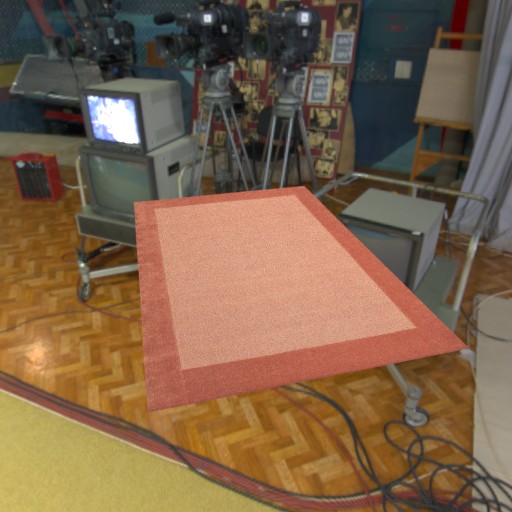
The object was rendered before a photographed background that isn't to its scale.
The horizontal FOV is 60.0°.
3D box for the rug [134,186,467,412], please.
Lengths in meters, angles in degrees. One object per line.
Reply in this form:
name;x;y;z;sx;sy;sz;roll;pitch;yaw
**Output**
rug;0.000;0.000;2.357;1.219;0.014;1.829;-7;30;-13
